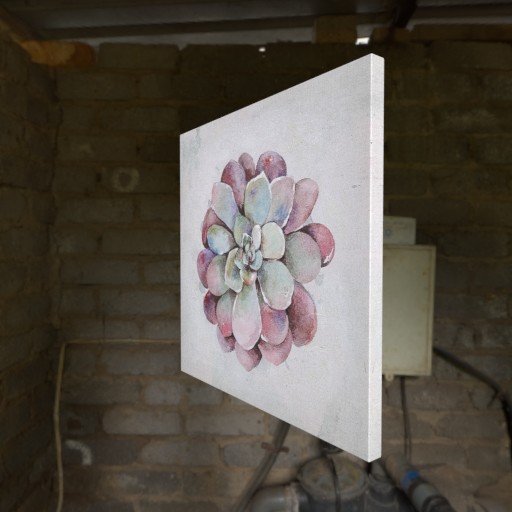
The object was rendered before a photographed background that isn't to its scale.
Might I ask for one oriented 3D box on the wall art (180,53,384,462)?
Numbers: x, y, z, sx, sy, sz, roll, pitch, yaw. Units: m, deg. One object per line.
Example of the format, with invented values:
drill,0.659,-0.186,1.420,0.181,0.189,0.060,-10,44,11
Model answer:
wall art,0.000,0.000,1.140,0.041,0.762,0.762,-1,2,-37
